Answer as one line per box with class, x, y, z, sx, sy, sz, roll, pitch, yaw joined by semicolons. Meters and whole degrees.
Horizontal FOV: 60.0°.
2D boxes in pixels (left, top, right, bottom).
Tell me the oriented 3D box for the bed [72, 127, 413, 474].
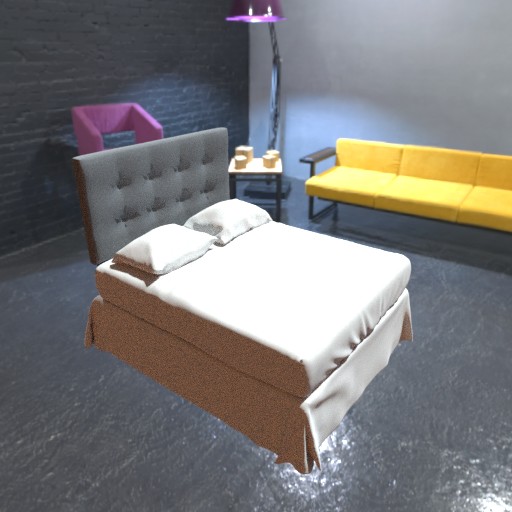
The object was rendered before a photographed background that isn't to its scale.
bed;0.000;0.000;3.491;2.222;1.577;1.936;18;31;33
